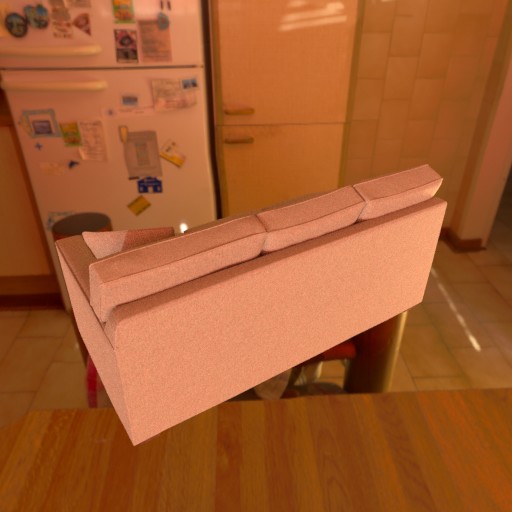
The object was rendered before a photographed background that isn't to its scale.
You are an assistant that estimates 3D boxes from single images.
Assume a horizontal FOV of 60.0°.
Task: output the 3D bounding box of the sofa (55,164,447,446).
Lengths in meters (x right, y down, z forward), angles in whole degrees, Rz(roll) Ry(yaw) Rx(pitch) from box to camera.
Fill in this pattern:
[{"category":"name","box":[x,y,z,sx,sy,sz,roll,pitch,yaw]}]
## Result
[{"category":"sofa","box":[0.000,0.000,2.571,1.963,0.946,1.034,-19,36,-28]}]
